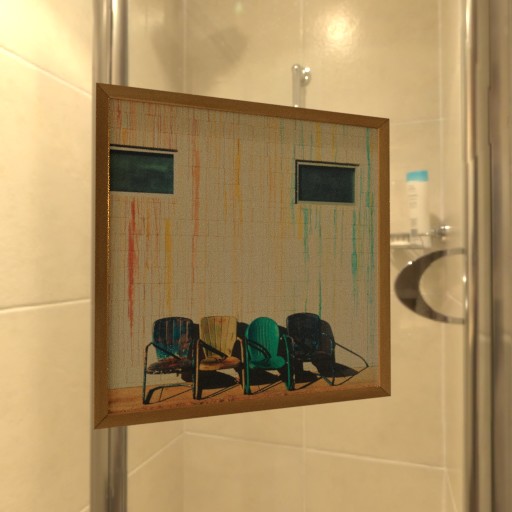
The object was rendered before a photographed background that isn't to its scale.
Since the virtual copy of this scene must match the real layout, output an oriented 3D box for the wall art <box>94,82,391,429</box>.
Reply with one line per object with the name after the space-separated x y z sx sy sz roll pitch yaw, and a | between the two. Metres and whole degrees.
0.000 0.000 0.443 0.302 0.302 0.019 0 -1 -19 | wall art
